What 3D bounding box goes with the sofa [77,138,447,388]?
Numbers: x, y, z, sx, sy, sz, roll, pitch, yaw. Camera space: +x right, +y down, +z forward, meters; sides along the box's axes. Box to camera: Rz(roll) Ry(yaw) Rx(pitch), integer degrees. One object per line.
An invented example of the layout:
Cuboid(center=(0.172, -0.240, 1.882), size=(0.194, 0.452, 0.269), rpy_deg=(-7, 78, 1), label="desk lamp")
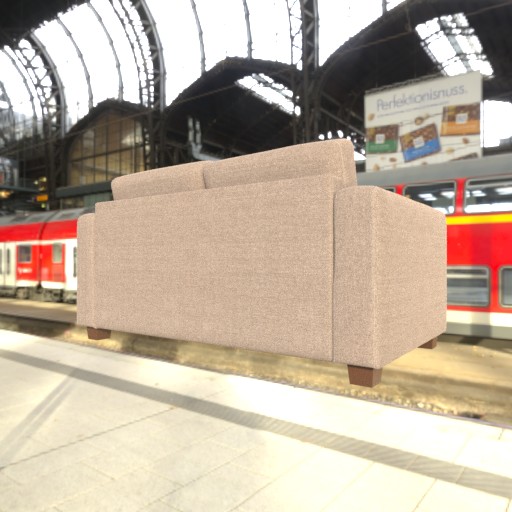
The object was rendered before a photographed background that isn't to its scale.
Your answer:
Cuboid(center=(0.000, 0.000, 2.062), size=(1.520, 0.800, 0.900), rpy_deg=(0, -1, 35), label="sofa")
